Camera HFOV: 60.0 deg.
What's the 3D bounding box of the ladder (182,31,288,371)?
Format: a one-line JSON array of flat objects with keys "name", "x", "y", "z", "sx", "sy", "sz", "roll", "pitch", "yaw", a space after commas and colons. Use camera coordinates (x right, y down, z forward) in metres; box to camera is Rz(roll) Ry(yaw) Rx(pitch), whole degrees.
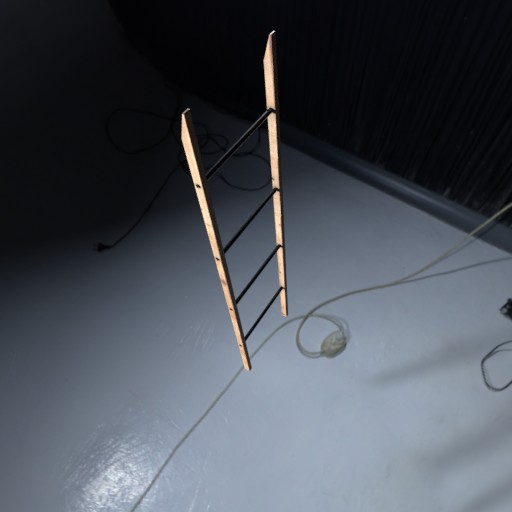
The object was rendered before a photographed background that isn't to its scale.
[{"name": "ladder", "x": 0.000, "y": 0.000, "z": 1.964, "sx": 0.200, "sy": 1.805, "sz": 0.442, "roll": 29, "pitch": 62, "yaw": 17}]
